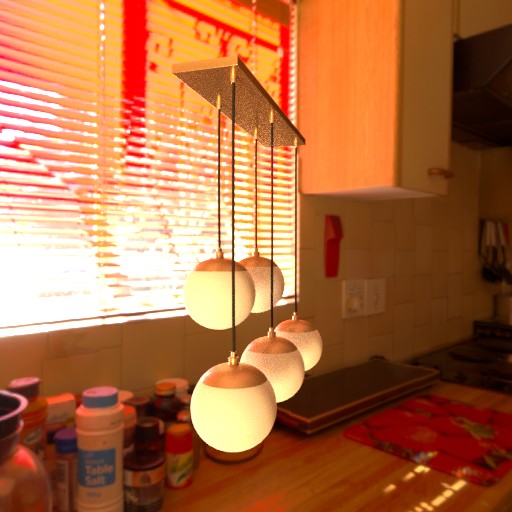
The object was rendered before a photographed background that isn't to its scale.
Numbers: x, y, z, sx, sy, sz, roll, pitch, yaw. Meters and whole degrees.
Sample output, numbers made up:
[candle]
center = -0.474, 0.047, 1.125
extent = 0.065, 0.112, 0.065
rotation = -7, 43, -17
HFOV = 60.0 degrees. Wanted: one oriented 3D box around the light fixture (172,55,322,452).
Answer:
[light fixture]
center = 0.000, 0.000, 1.343
extent = 0.299, 0.869, 0.863
rotation = 0, 1, 17
